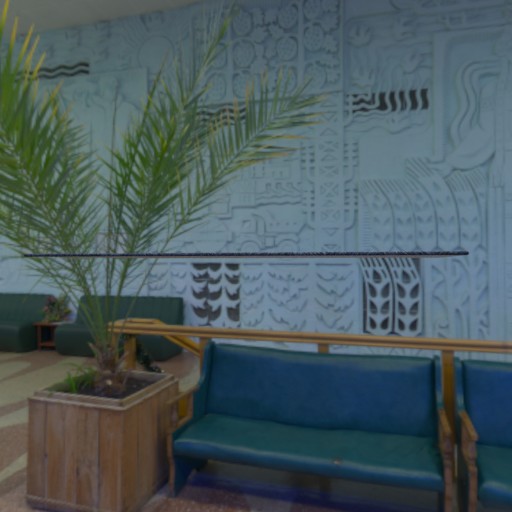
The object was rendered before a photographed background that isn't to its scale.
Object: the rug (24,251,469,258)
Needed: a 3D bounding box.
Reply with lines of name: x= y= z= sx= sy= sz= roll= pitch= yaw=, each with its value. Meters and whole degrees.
rug: x=0.000 y=0.000 z=2.884 sx=2.330 sy=0.017 sz=1.478 roll=0 pitch=-1 yaw=18
